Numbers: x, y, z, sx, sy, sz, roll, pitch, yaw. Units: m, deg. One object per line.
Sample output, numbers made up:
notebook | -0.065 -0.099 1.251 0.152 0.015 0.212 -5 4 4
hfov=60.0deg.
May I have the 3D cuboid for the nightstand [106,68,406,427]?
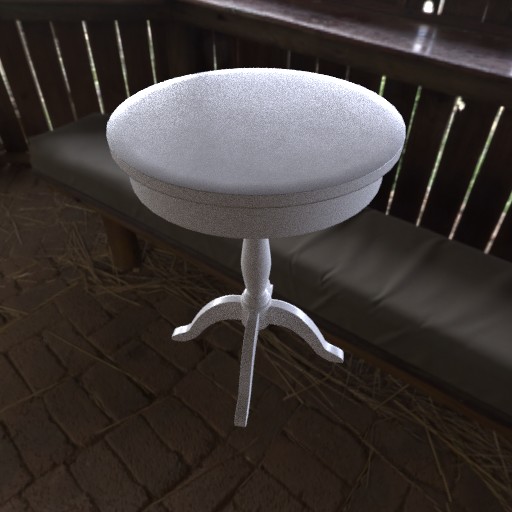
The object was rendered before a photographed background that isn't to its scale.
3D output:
nightstand | 0.000 0.000 0.994 0.513 0.653 0.513 12 42 14
